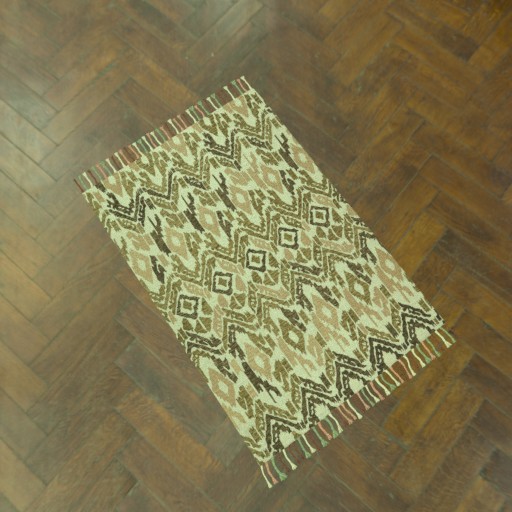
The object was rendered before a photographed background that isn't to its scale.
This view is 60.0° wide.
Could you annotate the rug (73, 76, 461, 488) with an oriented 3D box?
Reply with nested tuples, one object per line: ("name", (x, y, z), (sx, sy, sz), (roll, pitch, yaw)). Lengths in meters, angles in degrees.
("rug", (0.000, 0.000, 2.994), (1.524, 0.008, 2.438), (-35, 78, -9))
